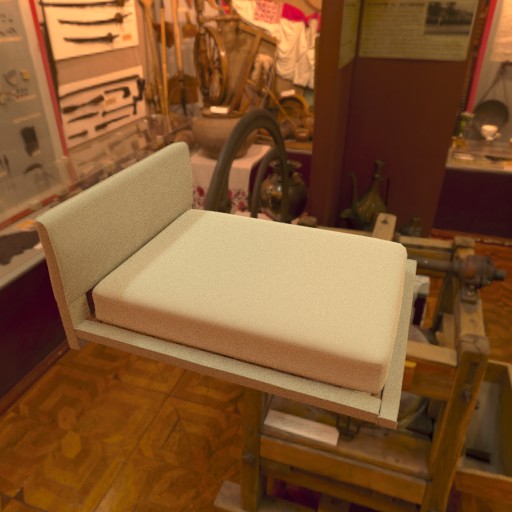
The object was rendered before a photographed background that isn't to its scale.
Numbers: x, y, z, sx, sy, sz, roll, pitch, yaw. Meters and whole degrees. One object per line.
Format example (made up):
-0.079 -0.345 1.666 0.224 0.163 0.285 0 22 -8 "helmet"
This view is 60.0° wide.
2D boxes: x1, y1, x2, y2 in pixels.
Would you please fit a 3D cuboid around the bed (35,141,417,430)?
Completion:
0.000 0.000 3.381 2.368 1.067 1.840 11 32 18 "bed"
